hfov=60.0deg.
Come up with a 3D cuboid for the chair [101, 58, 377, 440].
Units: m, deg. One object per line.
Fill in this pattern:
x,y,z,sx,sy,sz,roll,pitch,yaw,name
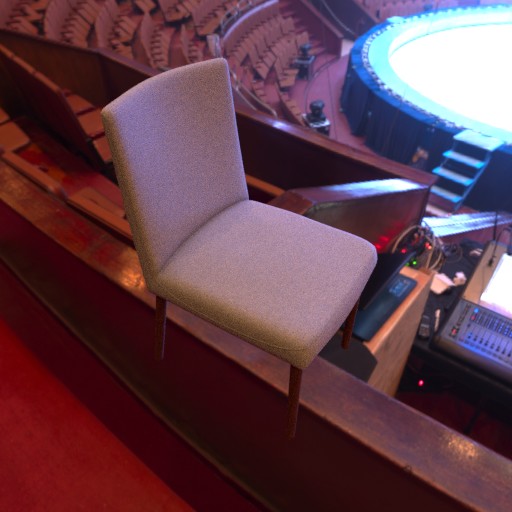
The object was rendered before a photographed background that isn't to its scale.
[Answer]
0.000,0.000,1.198,0.570,0.859,0.456,23,45,24,chair
